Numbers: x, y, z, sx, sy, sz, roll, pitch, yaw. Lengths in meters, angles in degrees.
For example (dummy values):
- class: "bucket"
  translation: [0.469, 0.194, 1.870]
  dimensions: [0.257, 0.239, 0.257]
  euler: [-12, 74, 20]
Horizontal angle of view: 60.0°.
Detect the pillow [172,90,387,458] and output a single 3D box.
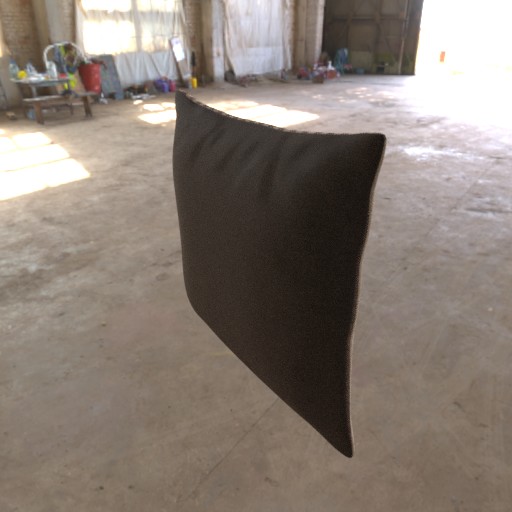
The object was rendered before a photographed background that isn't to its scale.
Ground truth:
- class: "pillow"
  translation: [0.000, 0.000, 0.778]
  dimensions: [0.166, 0.506, 0.523]
  euler: [-17, 31, -30]
